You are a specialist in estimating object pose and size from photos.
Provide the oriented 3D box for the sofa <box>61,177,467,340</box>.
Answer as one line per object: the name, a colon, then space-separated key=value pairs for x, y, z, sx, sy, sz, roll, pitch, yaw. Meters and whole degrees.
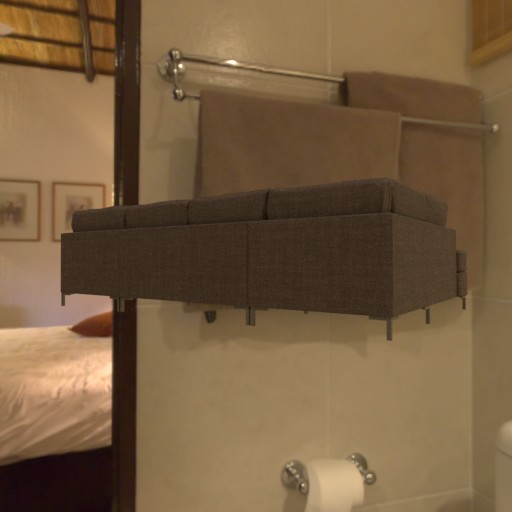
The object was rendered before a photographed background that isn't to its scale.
sofa: x=0.000 y=0.000 z=4.300 sx=3.423 sy=0.999 sz=2.048 roll=0 pitch=-1 yaw=35
